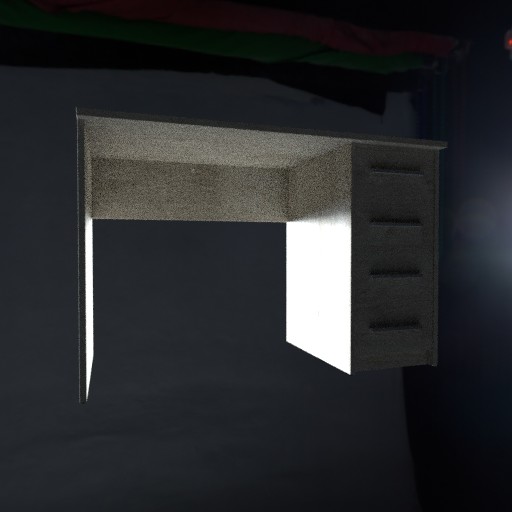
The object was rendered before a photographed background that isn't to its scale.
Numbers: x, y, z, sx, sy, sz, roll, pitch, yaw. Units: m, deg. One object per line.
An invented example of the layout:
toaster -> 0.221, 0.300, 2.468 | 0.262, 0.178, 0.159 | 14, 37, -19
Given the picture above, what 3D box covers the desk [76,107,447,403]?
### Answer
desk -> 0.000, 0.000, 1.506 | 1.096, 0.730, 0.560 | 0, 1, -18
